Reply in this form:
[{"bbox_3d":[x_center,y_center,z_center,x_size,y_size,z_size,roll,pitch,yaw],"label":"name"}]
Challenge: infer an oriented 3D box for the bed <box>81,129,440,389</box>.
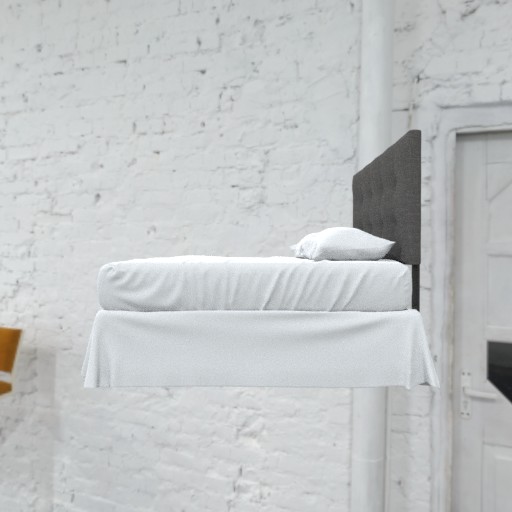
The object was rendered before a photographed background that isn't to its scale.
[{"bbox_3d":[0.000,0.000,3.530,2.222,1.577,1.936,0,1,0],"label":"bed"}]
